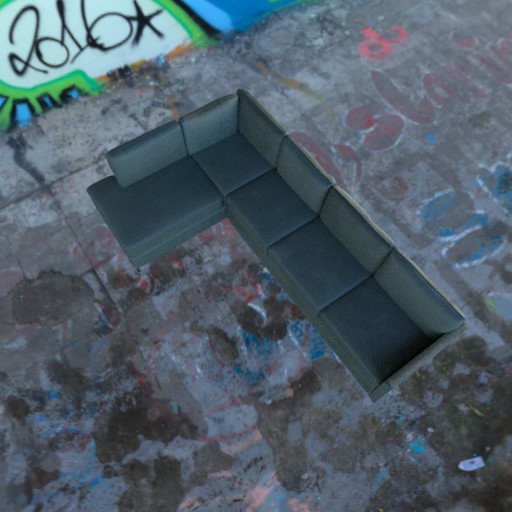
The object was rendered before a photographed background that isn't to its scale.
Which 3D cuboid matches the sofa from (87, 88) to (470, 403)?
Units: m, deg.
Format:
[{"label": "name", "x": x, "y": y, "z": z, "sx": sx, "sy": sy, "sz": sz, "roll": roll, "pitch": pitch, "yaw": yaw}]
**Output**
[{"label": "sofa", "x": 0.000, "y": 0.000, "z": 4.314, "sx": 2.048, "sy": 0.996, "sz": 3.384, "roll": -32, "pitch": 66, "yaw": -16}]
